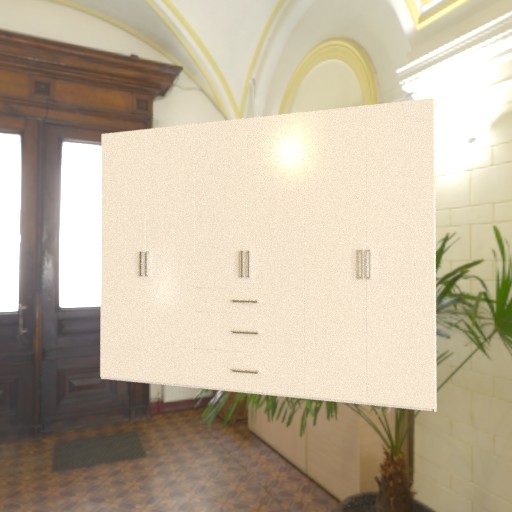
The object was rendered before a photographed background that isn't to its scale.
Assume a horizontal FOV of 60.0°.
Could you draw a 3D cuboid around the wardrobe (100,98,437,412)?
[{"bbox_3d":[0.000,0.000,4.024,3.000,2.360,0.580,0,-1,18],"label":"wardrobe"}]
